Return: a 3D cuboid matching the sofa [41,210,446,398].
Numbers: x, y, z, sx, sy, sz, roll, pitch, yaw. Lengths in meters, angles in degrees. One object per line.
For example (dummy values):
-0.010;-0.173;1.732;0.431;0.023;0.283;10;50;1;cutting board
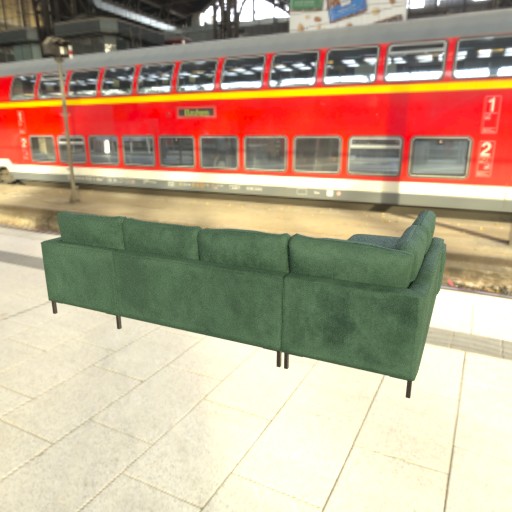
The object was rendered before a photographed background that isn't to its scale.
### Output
0.000;0.000;3.867;2.994;0.861;1.992;7;17;24;sofa
